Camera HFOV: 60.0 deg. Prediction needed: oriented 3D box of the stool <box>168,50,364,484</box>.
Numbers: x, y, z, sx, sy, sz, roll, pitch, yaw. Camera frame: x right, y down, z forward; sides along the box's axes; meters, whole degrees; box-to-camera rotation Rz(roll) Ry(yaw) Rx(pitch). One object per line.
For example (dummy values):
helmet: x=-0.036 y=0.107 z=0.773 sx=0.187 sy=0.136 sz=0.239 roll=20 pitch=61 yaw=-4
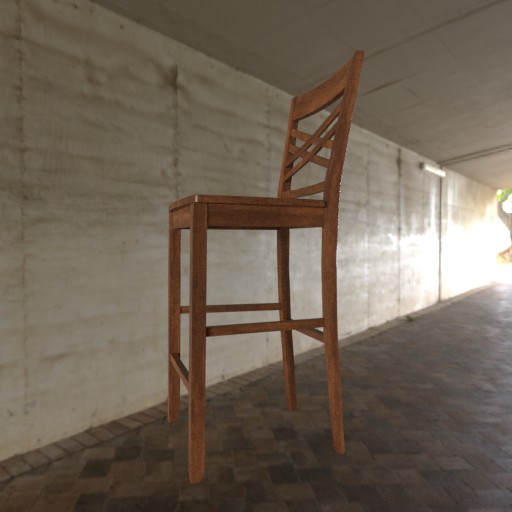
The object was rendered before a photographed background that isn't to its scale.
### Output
stool: x=0.000 y=0.000 z=1.328 sx=0.487 sy=1.105 sz=0.433 roll=-1 pitch=2 yaw=-19
